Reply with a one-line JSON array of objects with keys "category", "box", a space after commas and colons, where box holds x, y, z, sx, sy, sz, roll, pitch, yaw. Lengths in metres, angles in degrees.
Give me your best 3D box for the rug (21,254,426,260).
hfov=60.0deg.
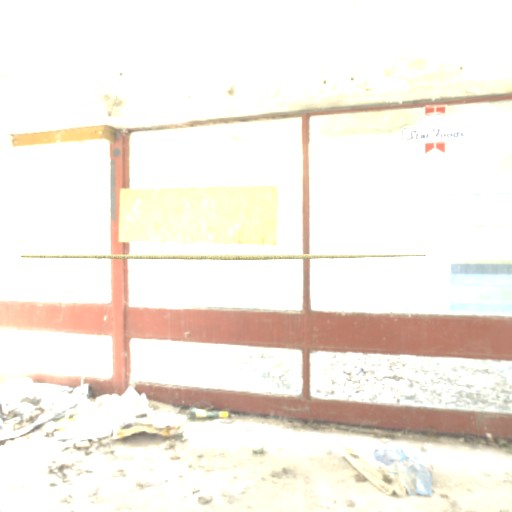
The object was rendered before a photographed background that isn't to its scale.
[{"category": "rug", "box": [0.000, 0.000, 2.860, 1.523, 0.017, 2.263, 0, 0, 36]}]
